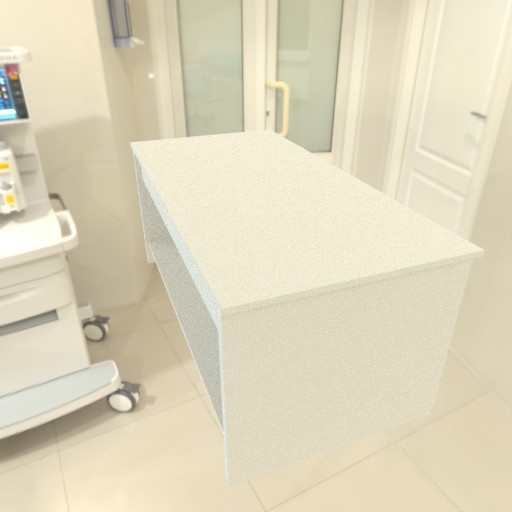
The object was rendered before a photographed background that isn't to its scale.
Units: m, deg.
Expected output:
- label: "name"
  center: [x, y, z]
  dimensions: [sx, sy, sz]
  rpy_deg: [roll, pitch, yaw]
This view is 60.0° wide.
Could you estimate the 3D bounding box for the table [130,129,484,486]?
- label: "table"
  center: [0.000, 0.000, 1.239]
  dimensions: [0.500, 0.441, 1.000]
  rpy_deg: [-11, 31, -19]
